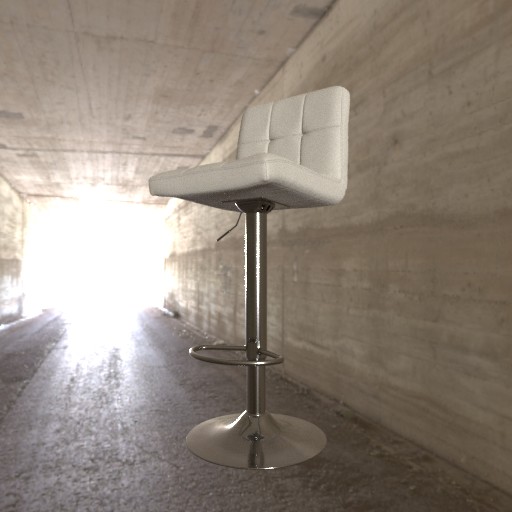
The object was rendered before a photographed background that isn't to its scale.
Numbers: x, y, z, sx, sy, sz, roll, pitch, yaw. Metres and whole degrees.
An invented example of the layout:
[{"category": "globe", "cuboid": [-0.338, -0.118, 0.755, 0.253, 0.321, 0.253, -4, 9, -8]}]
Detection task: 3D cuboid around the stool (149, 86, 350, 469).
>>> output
[{"category": "stool", "cuboid": [0.000, 0.000, 1.360, 0.430, 1.115, 0.505, -1, -1, 35]}]
